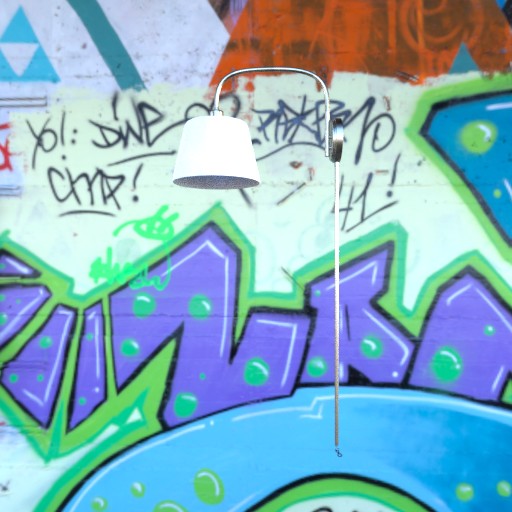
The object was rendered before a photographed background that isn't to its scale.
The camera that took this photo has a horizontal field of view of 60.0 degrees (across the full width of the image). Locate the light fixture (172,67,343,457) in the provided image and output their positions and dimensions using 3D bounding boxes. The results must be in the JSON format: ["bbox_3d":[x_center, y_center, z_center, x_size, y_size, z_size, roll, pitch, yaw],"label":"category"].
[{"bbox_3d":[0.000,0.000,0.469,0.176,0.399,0.092,0,0,2],"label":"light fixture"}]
